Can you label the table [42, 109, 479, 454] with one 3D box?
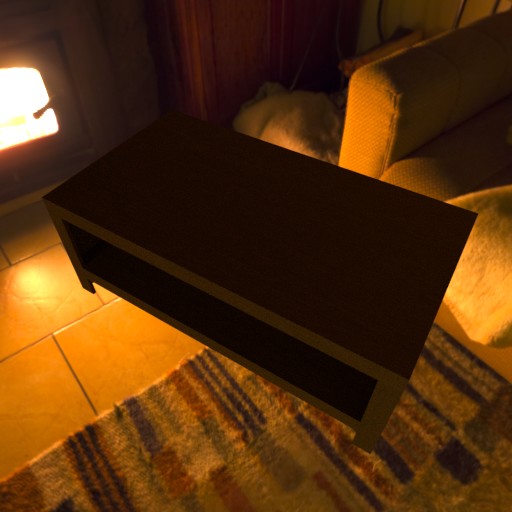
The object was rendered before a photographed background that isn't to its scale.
[{"bbox_3d":[0.000,0.000,1.422,1.099,0.424,0.597,24,51,21],"label":"table"}]
